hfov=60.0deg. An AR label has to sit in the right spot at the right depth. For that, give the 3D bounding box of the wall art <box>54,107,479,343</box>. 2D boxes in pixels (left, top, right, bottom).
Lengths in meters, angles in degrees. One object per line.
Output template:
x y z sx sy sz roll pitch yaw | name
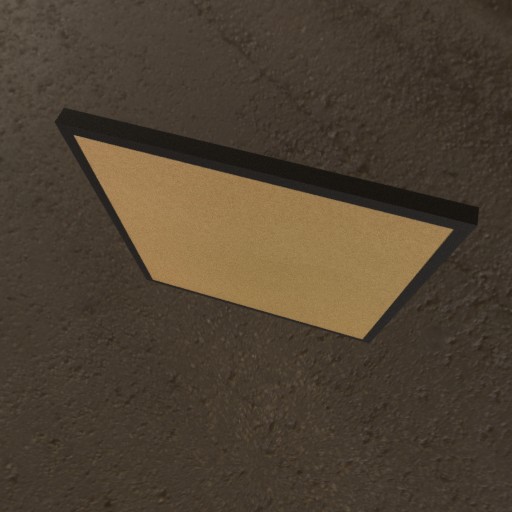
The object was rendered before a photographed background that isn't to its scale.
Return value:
0.000 0.000 1.117 0.762 0.760 0.037 15 65 7 | wall art
